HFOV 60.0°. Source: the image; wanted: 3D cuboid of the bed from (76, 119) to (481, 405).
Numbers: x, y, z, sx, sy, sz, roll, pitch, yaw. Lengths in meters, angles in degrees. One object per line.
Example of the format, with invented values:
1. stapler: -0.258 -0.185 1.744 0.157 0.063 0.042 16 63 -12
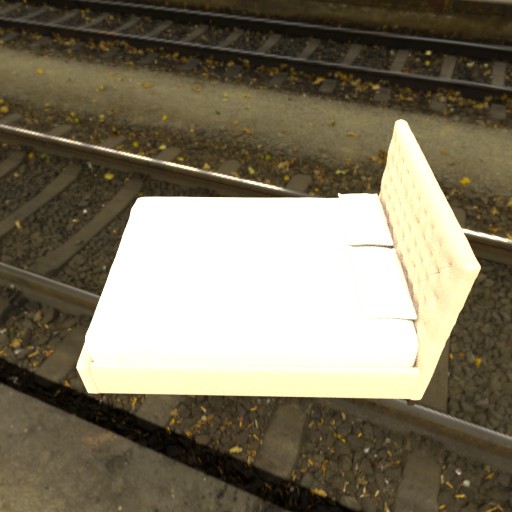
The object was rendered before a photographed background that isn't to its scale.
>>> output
1. bed: 0.000 0.000 3.366 2.387 1.427 1.698 1 43 1
